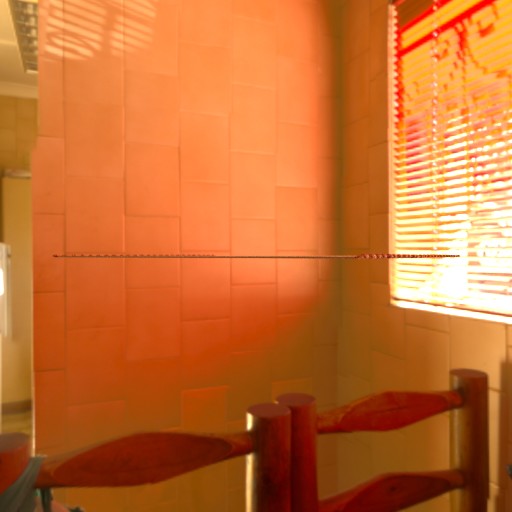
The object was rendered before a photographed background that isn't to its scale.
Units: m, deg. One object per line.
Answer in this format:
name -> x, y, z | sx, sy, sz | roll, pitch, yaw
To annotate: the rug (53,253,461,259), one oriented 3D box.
rug -> 0.000, 0.000, 4.500 | 3.369, 0.035, 2.451 | 0, 0, 36
